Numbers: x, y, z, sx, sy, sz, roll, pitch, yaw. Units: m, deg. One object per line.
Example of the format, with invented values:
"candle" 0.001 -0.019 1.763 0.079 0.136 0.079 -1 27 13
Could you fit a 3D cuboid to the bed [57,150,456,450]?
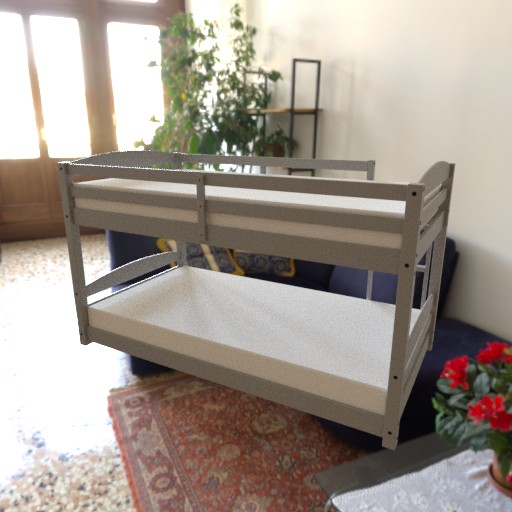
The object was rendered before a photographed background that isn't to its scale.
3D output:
"bed" 0.000 0.000 2.706 2.013 1.206 1.105 9 19 28
